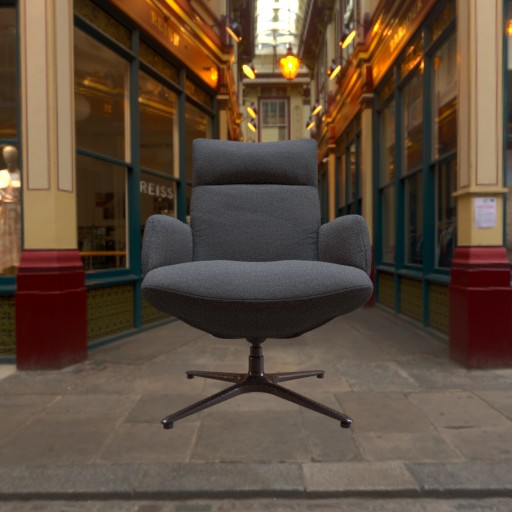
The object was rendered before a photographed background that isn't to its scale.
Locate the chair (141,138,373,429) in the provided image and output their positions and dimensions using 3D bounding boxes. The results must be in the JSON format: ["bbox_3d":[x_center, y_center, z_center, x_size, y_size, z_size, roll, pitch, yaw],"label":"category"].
[{"bbox_3d":[0.000,0.000,1.560,0.702,0.984,0.831,0,2,-1],"label":"chair"}]
